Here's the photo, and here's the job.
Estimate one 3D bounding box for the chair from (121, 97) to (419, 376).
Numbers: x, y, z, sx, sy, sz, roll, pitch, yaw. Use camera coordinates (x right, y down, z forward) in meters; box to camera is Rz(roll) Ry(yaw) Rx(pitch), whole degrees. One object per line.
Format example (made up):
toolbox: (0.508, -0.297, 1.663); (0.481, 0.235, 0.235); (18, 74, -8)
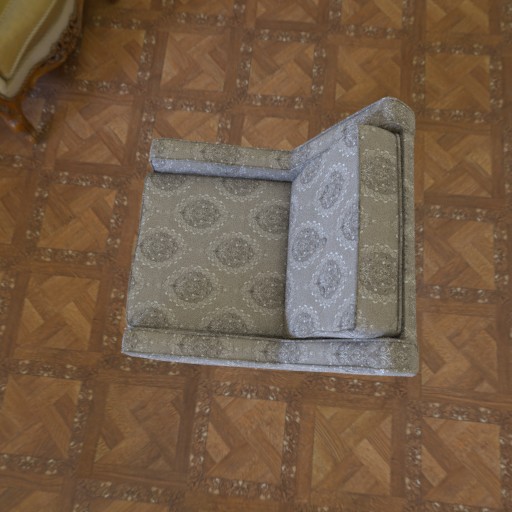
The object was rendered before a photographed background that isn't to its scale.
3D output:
chair: (0.000, 0.000, 1.355); (0.750, 0.797, 0.665); (4, 76, 1)
